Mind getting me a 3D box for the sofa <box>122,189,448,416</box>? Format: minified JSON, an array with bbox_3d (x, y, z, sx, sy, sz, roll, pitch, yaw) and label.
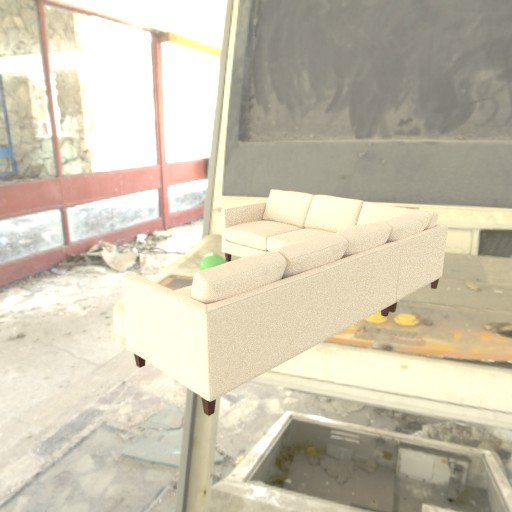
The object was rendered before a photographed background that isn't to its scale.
[{"bbox_3d":[0.000,0.000,4.340,3.182,0.863,2.432,-15,22,-43],"label":"sofa"}]
